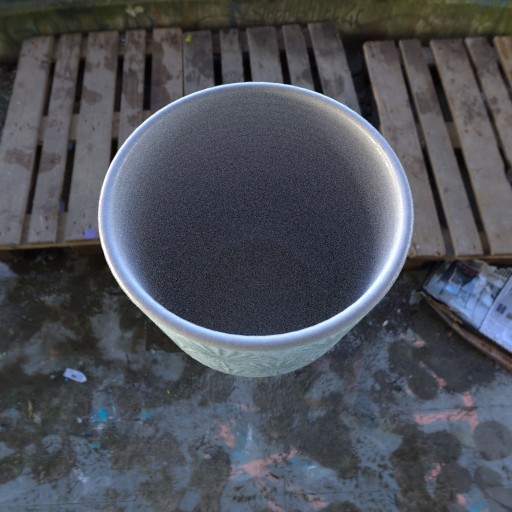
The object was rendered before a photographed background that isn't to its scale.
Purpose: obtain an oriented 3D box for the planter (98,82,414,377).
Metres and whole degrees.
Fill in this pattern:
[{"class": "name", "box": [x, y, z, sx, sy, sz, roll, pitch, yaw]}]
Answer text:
[{"class": "planter", "box": [0.000, 0.000, 0.307, 0.170, 0.152, 0.170, 0, 64, 0]}]
